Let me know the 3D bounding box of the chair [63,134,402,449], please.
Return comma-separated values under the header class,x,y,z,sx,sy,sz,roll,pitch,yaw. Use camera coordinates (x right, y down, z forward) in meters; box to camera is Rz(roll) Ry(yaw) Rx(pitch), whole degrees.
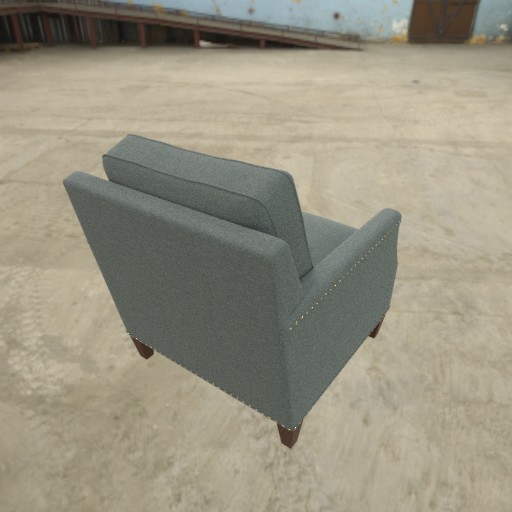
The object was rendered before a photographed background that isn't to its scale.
class,x,y,z,sx,sy,sz,roll,pitch,yaw
chair,0.000,0.000,1.809,0.885,1.031,1.031,21,36,31
